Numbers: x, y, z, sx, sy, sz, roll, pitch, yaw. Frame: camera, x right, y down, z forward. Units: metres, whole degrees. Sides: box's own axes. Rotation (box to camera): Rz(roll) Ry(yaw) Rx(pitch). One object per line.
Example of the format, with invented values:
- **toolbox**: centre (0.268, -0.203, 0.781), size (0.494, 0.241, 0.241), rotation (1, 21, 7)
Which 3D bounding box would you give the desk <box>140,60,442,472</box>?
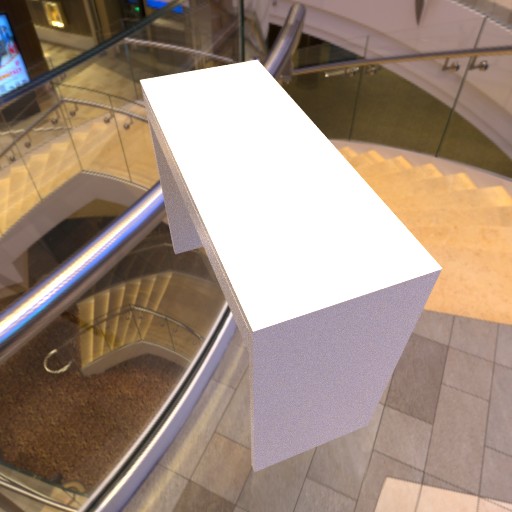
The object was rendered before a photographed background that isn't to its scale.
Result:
- **desk**: centre (0.000, 0.000, 1.431), size (0.400, 0.790, 1.000), rotation (-16, 50, -14)
